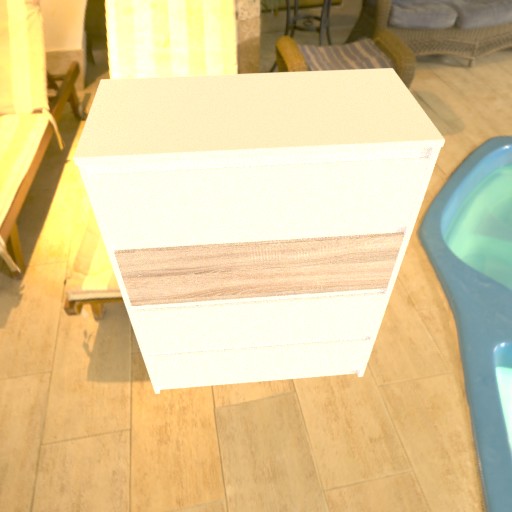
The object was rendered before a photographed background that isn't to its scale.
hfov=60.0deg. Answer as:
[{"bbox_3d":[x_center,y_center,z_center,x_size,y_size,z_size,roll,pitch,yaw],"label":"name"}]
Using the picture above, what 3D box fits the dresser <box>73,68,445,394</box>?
[{"bbox_3d":[0.000,0.000,1.451,0.800,1.040,0.380,-4,46,-4],"label":"dresser"}]
